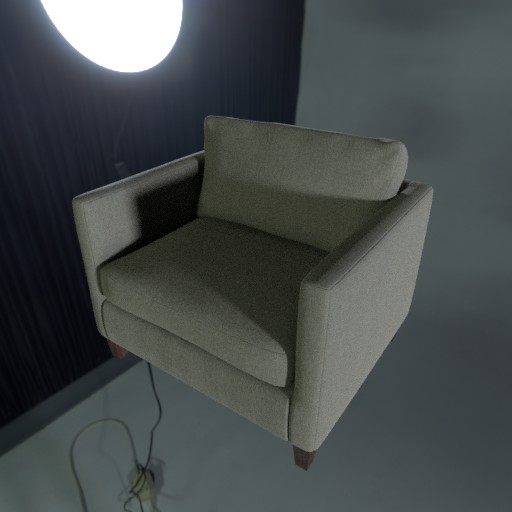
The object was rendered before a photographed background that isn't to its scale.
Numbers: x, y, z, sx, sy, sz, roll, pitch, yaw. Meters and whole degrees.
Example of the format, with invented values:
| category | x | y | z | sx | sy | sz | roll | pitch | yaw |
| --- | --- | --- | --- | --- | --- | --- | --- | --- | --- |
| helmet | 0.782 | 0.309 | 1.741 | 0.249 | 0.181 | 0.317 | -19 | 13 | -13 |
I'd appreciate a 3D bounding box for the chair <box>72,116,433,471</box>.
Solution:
| category | x | y | z | sx | sy | sz | roll | pitch | yaw |
| --- | --- | --- | --- | --- | --- | --- | --- | --- | --- |
| chair | 0.000 | 0.000 | 1.820 | 1.107 | 0.963 | 0.959 | 19 | 35 | 30 |
